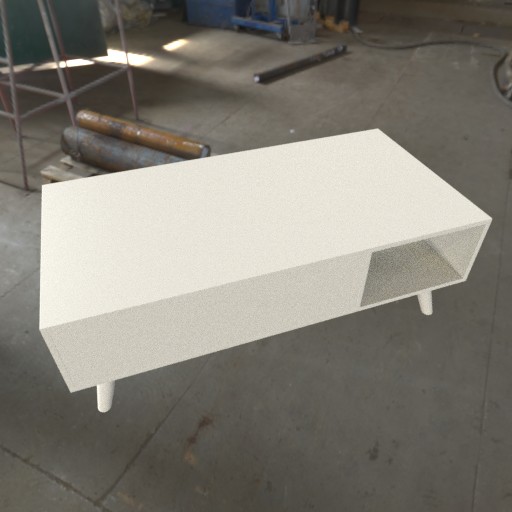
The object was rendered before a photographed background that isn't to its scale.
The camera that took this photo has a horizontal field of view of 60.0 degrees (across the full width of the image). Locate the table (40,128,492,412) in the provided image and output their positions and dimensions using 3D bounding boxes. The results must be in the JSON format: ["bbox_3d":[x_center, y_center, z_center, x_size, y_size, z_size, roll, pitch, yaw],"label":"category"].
[{"bbox_3d":[0.000,0.000,1.451,1.194,0.432,0.609,-13,43,-15],"label":"table"}]
